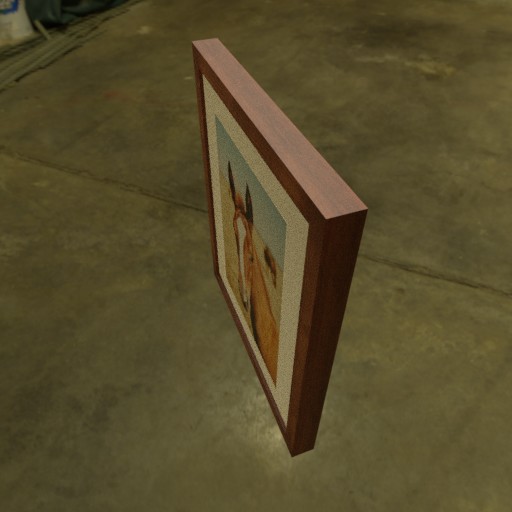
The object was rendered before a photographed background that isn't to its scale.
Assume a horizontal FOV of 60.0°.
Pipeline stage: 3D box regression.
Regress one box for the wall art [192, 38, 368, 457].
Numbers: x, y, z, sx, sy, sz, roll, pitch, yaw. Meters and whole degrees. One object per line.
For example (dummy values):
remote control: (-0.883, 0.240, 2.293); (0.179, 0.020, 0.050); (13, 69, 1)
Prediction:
wall art: (0.000, 0.000, 0.524); (0.030, 0.381, 0.330); (-15, 47, -14)
